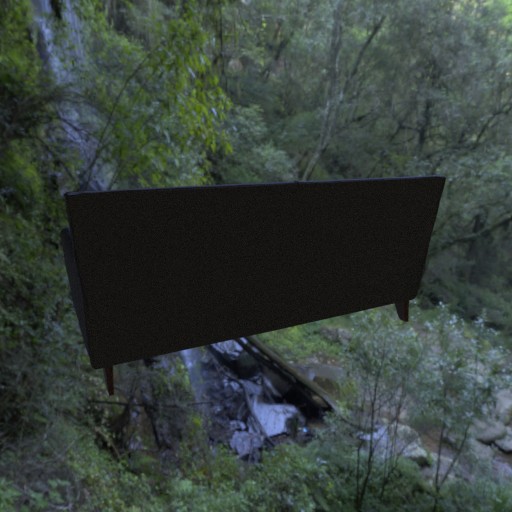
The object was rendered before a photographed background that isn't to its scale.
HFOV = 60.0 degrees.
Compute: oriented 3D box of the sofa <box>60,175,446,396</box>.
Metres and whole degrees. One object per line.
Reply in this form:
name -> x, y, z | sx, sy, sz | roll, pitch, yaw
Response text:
sofa -> 0.000, 0.000, 2.517 | 2.002, 0.907, 0.843 | -7, 16, -27
